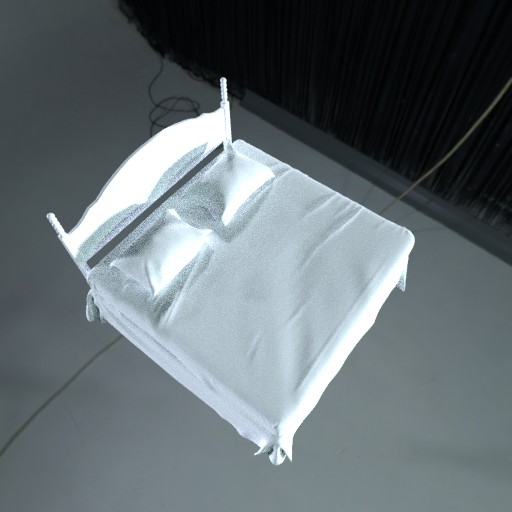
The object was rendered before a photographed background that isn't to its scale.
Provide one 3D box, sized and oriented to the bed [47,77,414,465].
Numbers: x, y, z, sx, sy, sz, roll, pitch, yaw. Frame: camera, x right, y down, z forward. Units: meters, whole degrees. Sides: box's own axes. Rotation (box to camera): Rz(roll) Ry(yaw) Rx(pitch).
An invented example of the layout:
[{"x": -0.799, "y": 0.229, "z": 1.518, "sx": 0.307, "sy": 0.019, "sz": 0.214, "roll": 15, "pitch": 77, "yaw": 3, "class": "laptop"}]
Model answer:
[{"x": 0.000, "y": 0.000, "z": 3.659, "sx": 2.219, "sy": 1.355, "sz": 2.322, "roll": 33, "pitch": 64, "yaw": 19, "class": "bed"}]
